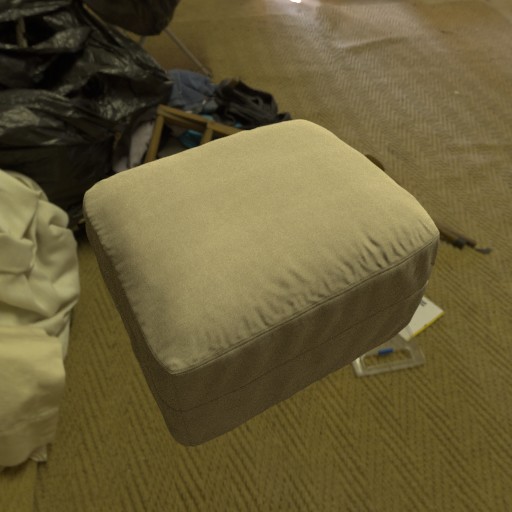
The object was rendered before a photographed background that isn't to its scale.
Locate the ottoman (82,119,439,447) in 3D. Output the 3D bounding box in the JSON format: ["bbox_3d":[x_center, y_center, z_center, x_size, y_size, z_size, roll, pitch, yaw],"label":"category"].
[{"bbox_3d":[0.000,0.000,1.109,0.712,0.480,0.584,-23,51,-20],"label":"ottoman"}]
